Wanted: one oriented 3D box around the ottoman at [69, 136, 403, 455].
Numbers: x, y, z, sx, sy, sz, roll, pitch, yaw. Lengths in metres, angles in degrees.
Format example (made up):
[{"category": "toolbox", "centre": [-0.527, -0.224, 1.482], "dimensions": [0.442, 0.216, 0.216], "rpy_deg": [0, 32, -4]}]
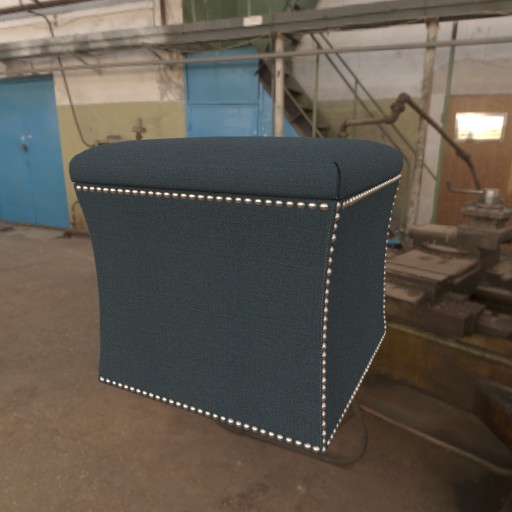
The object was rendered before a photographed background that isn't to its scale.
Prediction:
[{"category": "ottoman", "centre": [0.000, 0.000, 0.910], "dimensions": [0.497, 0.475, 0.507], "rpy_deg": [8, 17, 26]}]
